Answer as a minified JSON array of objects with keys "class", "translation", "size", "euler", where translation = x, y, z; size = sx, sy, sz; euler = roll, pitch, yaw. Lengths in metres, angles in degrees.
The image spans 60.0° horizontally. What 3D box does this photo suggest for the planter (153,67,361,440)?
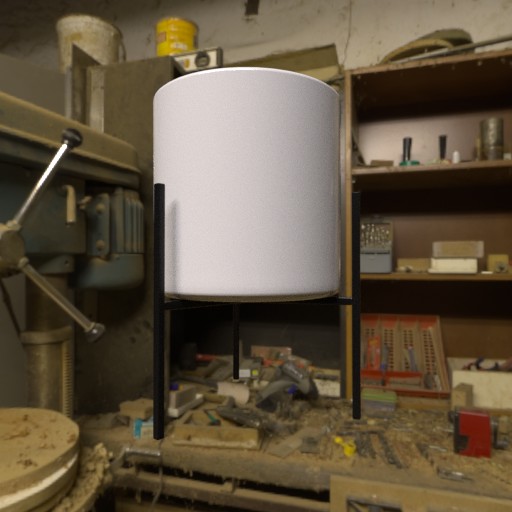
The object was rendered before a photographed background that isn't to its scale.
[{"class":"planter","translation":[0.000,0.000,0.520],"size":[0.239,0.356,0.239],"euler":[0,-1,18]}]
